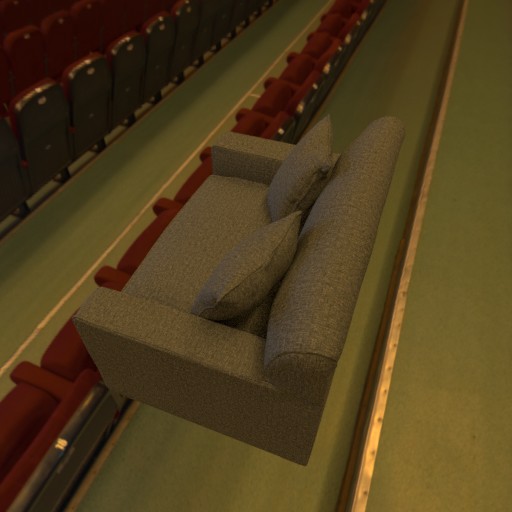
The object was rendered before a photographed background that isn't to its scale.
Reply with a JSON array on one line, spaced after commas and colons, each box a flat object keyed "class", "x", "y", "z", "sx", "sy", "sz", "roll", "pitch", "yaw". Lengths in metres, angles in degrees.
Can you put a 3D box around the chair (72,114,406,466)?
[{"class": "chair", "x": 0.000, "y": 0.000, "z": 2.050, "sx": 1.000, "sy": 0.948, "sz": 1.383, "roll": 16, "pitch": 48, "yaw": 14}]
